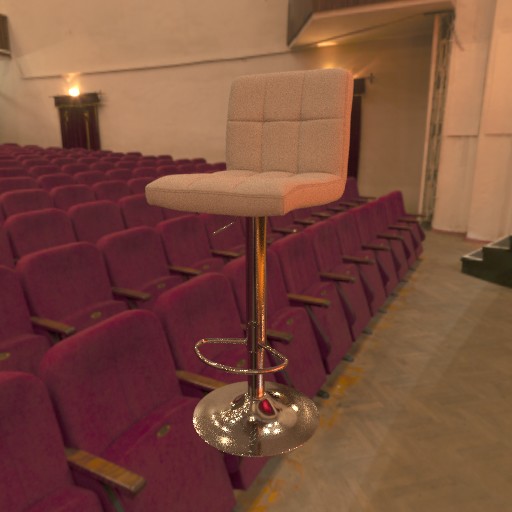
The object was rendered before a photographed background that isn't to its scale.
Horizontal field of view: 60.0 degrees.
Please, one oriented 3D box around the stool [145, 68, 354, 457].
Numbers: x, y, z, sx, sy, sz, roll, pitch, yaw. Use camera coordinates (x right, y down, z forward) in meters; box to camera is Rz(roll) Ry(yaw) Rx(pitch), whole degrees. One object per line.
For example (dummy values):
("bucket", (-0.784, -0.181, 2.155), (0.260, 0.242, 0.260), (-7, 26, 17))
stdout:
("stool", (0.000, 0.000, 1.362), (0.430, 1.115, 0.505), (8, 16, 28))
